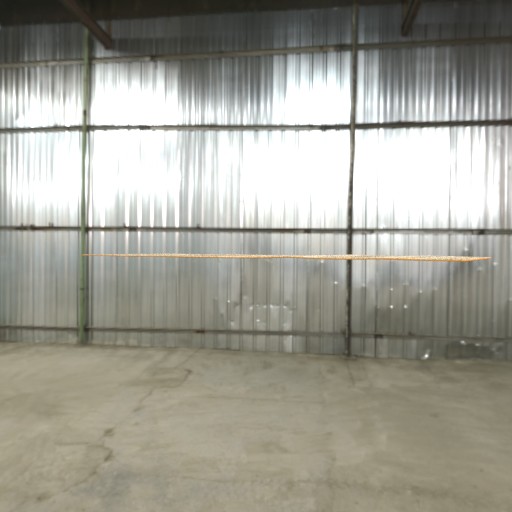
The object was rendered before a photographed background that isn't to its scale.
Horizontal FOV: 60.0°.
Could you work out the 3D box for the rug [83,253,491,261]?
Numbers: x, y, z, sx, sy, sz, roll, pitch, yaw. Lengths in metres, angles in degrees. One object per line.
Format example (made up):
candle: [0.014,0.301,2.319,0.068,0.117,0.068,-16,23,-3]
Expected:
rug: [0.000,0.000,2.517,2.294,0.014,0.704,1,1,35]
